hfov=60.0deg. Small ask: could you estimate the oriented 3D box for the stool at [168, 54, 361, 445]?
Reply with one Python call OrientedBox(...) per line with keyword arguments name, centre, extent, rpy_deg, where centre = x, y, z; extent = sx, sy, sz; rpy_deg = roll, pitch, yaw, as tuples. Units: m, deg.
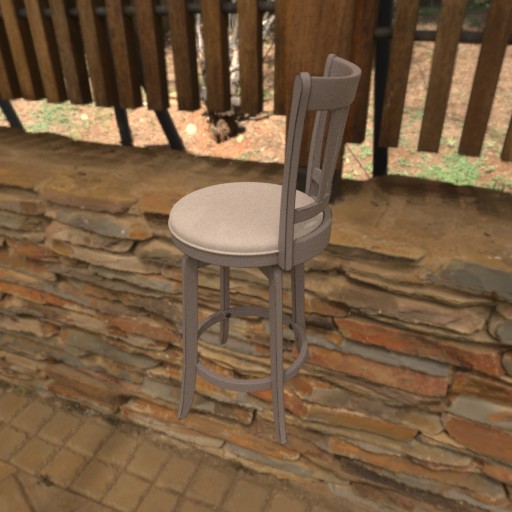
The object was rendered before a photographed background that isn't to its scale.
OrientedBox(name="stool", centre=(0.000, 0.000, 1.260), extent=(0.475, 1.023, 0.436), rpy_deg=(8, 30, 14))
